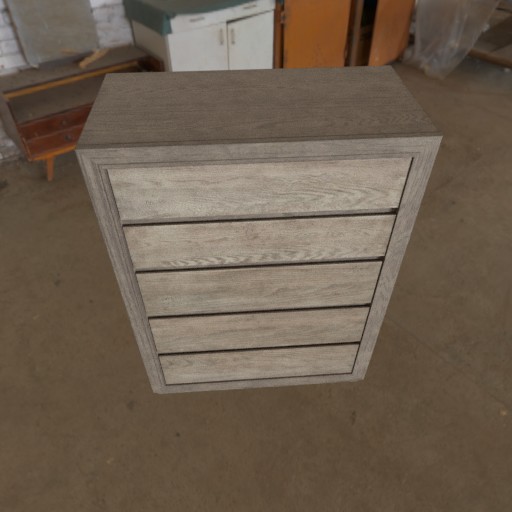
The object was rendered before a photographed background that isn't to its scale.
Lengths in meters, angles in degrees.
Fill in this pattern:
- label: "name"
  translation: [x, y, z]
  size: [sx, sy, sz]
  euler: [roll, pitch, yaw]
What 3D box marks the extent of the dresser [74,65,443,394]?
- label: "dresser"
  translation: [0.000, 0.000, 1.780]
  size: [0.967, 1.295, 0.483]
  euler: [-3, 44, -3]
